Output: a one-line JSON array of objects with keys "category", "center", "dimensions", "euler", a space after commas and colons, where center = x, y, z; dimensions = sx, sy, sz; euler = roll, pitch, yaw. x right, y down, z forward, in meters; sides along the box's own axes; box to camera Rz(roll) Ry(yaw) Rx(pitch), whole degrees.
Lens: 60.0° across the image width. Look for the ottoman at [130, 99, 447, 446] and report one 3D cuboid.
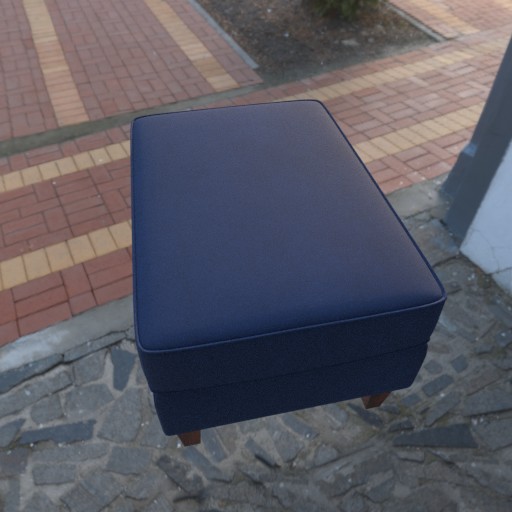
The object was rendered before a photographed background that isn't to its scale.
[{"category": "ottoman", "center": [0.000, 0.000, 1.396], "dimensions": [0.686, 0.584, 0.965], "euler": [-8, 46, -8]}]
